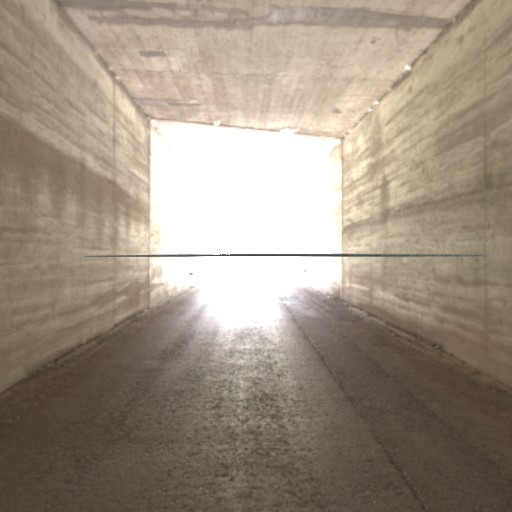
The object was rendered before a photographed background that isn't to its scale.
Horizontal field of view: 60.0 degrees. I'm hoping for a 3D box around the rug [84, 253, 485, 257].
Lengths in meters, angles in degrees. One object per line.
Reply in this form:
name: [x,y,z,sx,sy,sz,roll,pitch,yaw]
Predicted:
rug: [0.000,0.000,4.330,2.337,0.013,3.291,0,0,-37]
